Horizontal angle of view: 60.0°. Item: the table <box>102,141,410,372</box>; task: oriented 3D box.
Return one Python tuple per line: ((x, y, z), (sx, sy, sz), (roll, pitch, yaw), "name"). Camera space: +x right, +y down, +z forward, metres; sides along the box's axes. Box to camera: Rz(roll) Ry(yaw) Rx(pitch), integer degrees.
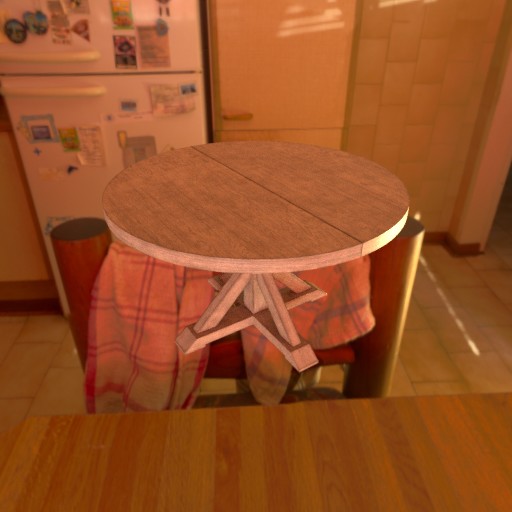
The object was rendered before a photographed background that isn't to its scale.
((0.000, 0.000, 2.241), (1.363, 0.781, 1.363), (0, 31, 0), "table")
